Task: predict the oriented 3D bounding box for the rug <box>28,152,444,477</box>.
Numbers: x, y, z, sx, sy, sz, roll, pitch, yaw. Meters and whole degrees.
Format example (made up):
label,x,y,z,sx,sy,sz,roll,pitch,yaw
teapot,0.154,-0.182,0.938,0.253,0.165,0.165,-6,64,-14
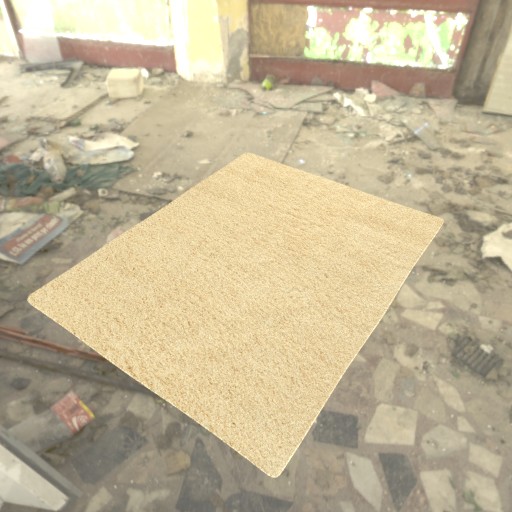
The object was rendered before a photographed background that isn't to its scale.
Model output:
label,x,y,z,sx,sy,sz,roll,pitch,yaw
rug,0.000,0.000,3.931,2.401,0.025,3.001,25,47,26
